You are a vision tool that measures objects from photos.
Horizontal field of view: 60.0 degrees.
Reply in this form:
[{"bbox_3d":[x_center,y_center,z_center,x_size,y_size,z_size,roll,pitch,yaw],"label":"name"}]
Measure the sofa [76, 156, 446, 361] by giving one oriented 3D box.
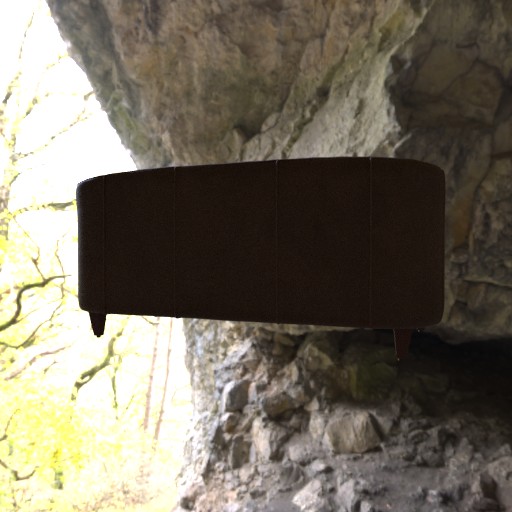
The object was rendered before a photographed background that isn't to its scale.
[{"bbox_3d":[0.000,0.000,2.267,1.767,0.799,0.917,0,1,19],"label":"sofa"}]
